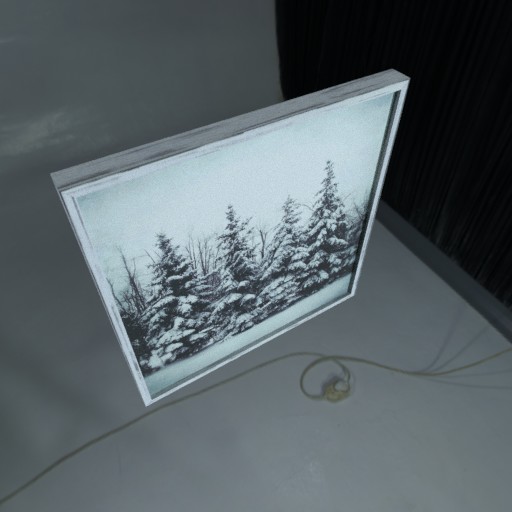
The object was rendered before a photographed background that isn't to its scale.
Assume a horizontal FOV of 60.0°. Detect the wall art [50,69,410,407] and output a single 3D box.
[{"bbox_3d":[0.000,0.000,0.748,0.506,0.506,0.038,-24,51,-21],"label":"wall art"}]
